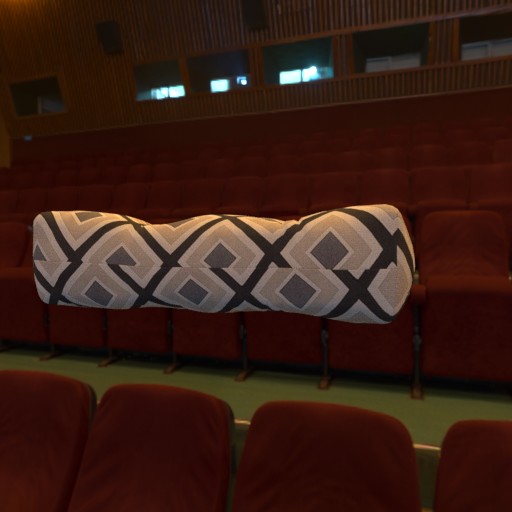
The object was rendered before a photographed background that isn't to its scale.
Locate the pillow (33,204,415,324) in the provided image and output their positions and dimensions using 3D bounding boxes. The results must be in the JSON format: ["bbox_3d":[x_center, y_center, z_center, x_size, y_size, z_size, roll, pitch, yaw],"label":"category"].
[{"bbox_3d":[0.000,0.000,0.711,0.468,0.128,0.490,1,2,18],"label":"pillow"}]
